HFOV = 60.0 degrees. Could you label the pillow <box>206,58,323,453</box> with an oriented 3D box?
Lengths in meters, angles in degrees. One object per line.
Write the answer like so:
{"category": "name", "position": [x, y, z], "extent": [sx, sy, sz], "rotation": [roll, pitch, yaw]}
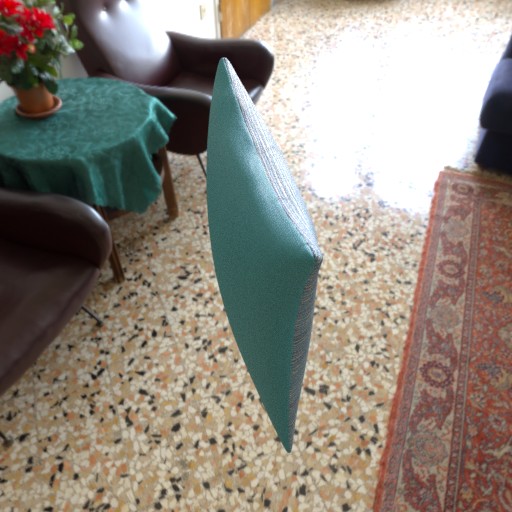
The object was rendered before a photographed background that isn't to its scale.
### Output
{"category": "pillow", "position": [0.000, 0.000, 0.780], "extent": [0.150, 0.497, 0.514], "rotation": [-10, 47, -9]}
